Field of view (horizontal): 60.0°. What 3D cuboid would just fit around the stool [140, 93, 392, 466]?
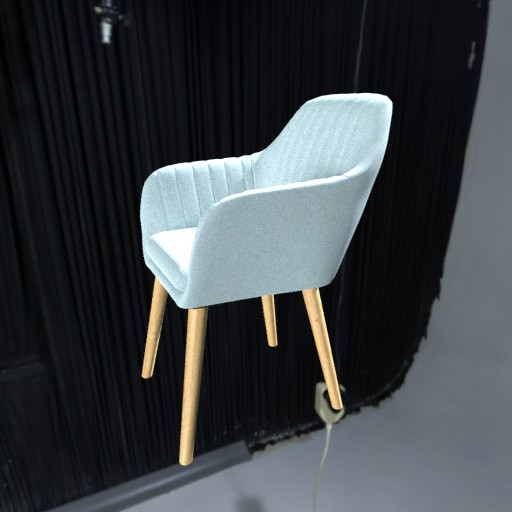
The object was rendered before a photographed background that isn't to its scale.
[{"bbox_3d":[0.000,0.000,1.199,0.590,0.830,0.503,-9,21,-25],"label":"stool"}]
